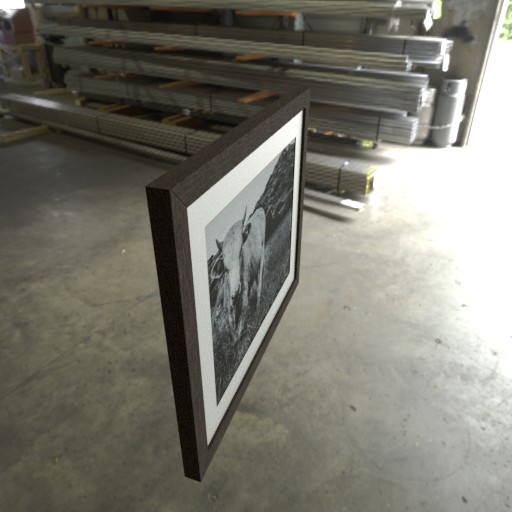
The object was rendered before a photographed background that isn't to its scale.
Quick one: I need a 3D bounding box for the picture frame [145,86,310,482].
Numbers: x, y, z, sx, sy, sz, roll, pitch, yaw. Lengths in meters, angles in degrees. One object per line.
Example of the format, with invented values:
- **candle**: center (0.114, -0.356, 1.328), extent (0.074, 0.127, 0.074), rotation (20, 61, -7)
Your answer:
- **picture frame**: center (0.000, 0.000, 0.752), extent (0.026, 0.455, 0.546), rotation (10, 32, 17)
